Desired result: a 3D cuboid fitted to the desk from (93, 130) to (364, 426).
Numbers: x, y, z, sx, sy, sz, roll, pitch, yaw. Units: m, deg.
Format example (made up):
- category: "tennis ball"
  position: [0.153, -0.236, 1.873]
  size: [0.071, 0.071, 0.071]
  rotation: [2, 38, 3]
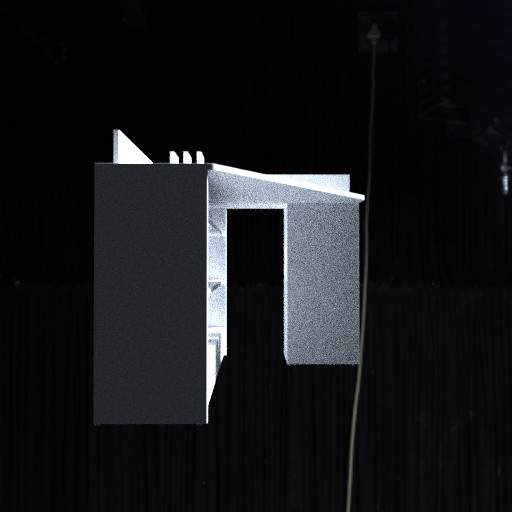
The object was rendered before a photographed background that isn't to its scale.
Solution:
- category: "desk"
  position: [0.000, 0.000, 1.750]
  size: [0.940, 0.986, 0.940]
  rotation: [0, -1, 0]
